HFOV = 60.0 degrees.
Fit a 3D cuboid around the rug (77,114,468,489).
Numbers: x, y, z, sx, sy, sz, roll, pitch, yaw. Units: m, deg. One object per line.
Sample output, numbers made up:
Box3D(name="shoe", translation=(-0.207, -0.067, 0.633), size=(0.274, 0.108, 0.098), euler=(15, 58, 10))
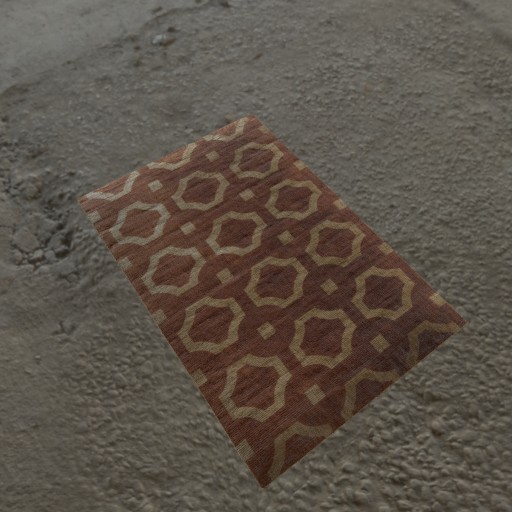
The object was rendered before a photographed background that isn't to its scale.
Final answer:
Box3D(name="rug", translation=(0.000, 0.000, 2.950), size=(1.555, 0.016, 2.286), euler=(-31, 64, -18))
